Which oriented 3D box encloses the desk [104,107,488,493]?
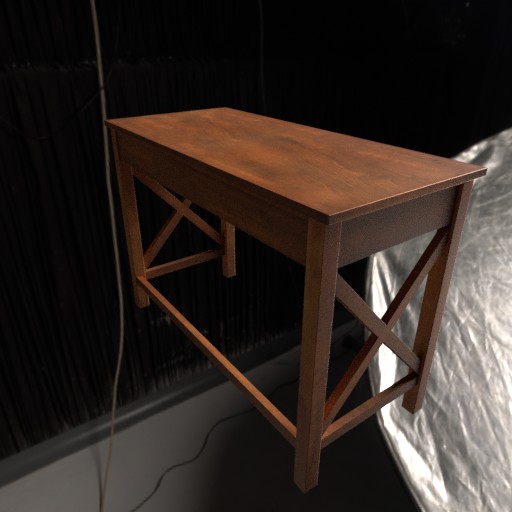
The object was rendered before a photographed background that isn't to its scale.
[{"bbox_3d":[0.000,0.000,1.458,0.508,0.762,1.117,-18,32,-32],"label":"desk"}]
